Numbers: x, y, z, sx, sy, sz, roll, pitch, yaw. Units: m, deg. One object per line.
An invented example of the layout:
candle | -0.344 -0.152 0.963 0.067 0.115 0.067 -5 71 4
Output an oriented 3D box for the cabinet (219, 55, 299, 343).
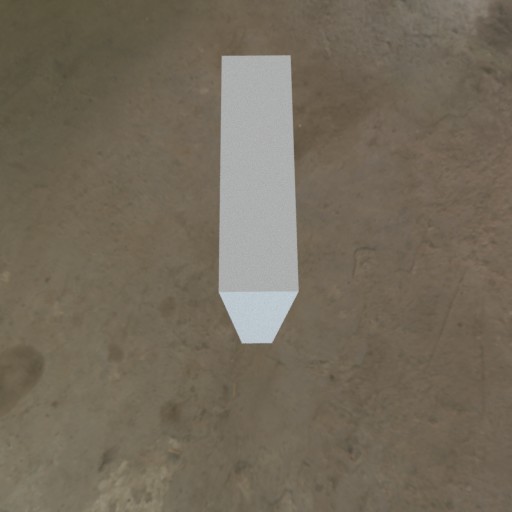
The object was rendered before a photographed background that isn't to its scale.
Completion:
cabinet | 0.000 0.000 1.963 0.192 1.770 0.643 -1 75 0
